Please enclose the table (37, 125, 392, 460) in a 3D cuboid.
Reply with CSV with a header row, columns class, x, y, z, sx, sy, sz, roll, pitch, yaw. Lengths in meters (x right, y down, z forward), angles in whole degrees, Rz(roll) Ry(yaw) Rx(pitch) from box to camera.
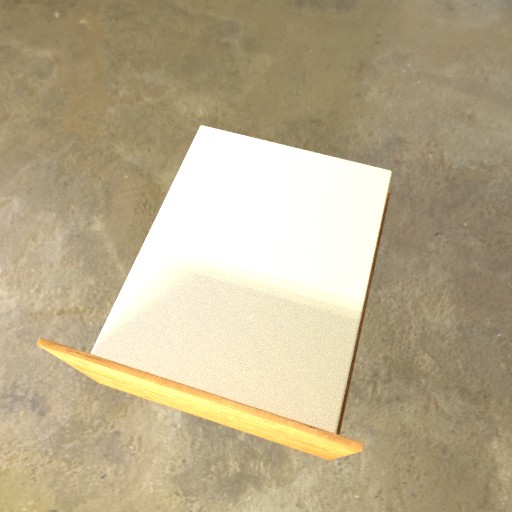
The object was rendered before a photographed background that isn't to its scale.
class,x,y,z,sx,sy,sz,roll,pitch,yaw
table,0.000,0.000,3.099,1.707,1.041,2.149,16,64,8
